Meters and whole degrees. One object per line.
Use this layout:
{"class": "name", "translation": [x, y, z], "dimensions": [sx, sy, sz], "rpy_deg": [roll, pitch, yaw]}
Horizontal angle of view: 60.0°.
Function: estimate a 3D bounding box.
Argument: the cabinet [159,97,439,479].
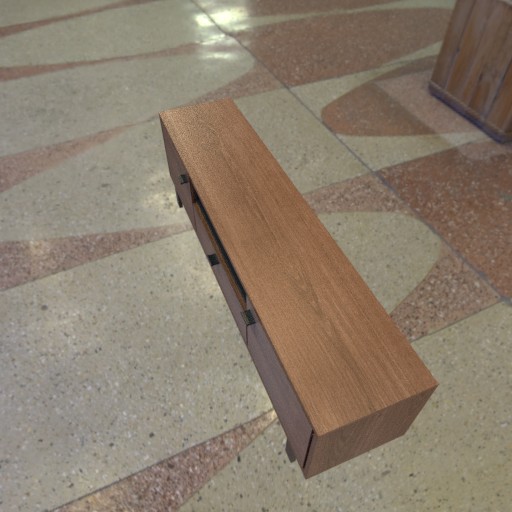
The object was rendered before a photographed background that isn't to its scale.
{"class": "cabinet", "translation": [0.000, 0.000, 1.847], "dimensions": [0.400, 0.500, 1.650], "rpy_deg": [-17, 51, -15]}
